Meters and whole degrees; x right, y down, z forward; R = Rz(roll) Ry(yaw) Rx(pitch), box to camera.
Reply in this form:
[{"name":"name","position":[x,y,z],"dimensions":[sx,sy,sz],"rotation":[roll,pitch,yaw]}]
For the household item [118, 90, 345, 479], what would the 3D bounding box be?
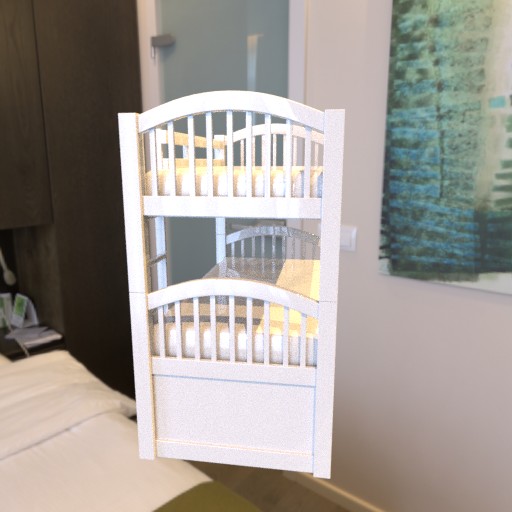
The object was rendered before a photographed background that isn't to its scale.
[{"name":"household item","position":[0.000,0.000,3.284],"dimensions":[1.143,2.032,2.032],"rotation":[2,12,9]}]
